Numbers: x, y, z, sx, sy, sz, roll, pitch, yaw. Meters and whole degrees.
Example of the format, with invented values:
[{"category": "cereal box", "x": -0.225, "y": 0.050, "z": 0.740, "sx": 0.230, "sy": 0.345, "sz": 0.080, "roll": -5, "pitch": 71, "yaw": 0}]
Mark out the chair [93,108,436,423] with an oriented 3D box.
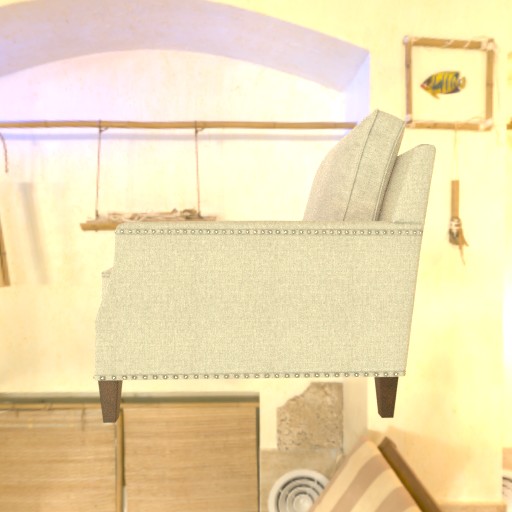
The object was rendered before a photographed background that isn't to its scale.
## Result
[{"category": "chair", "x": 0.000, "y": 0.000, "z": 1.684, "sx": 1.014, "sy": 0.943, "sz": 0.853, "roll": 0, "pitch": 1, "yaw": -2}]
